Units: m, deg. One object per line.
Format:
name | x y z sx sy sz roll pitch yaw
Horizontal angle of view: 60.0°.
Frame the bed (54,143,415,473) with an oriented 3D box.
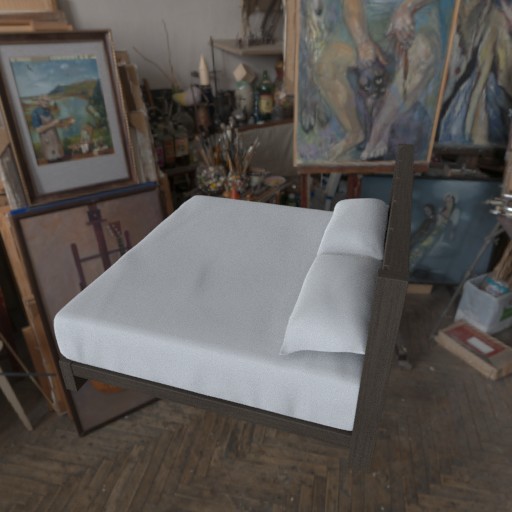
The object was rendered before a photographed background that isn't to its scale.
bed | 0.000 0.000 3.293 2.012 1.270 2.134 9 31 15
